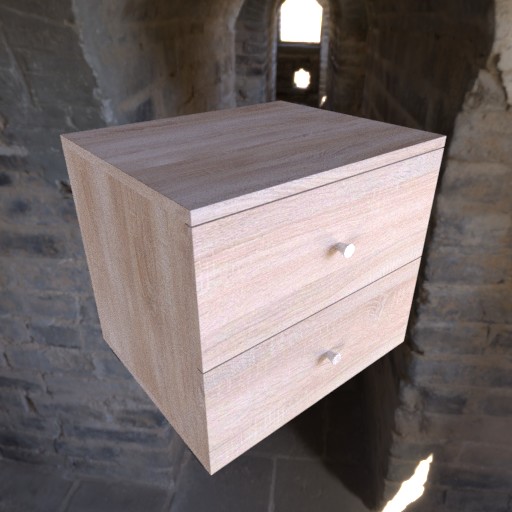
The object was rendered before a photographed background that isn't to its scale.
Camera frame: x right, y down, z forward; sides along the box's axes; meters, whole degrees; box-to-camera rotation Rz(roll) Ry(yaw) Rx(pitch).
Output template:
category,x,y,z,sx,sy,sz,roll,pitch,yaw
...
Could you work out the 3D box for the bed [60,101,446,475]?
category,x,y,z,sx,sy,sz,roll,pitch,yaw
bed,0.000,0.000,0.781,0.460,0.420,0.401,-22,36,-33
